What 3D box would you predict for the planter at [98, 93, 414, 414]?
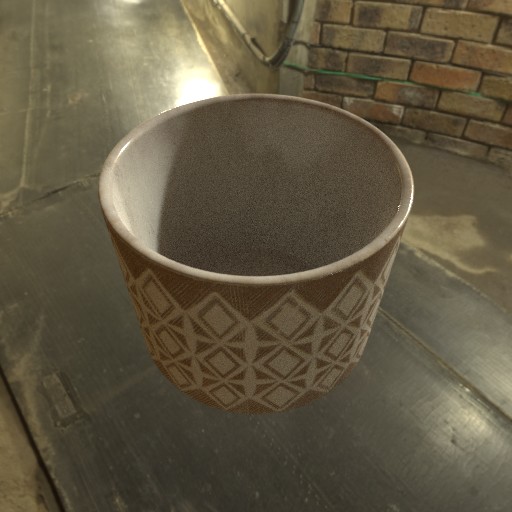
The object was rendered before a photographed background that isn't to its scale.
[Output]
[{"bbox_3d":[0.000,0.000,0.338,0.193,0.165,0.193,0,47,0],"label":"planter"}]
